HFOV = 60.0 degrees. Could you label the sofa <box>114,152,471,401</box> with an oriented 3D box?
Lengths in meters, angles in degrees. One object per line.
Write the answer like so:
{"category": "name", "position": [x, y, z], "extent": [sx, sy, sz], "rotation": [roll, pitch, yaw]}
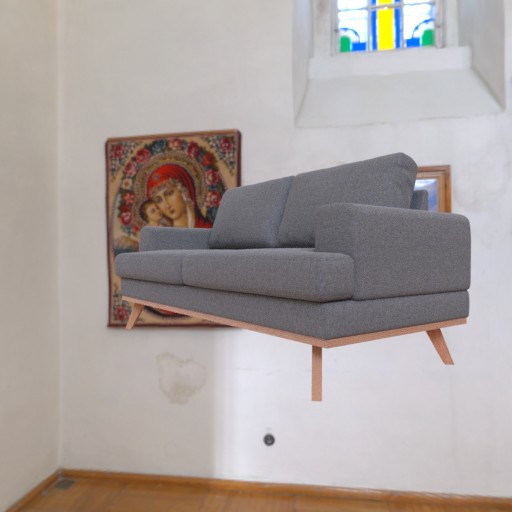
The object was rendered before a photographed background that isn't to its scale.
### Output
{"category": "sofa", "position": [0.000, 0.000, 2.055], "extent": [0.785, 0.810, 1.650], "rotation": [0, 0, -36]}
